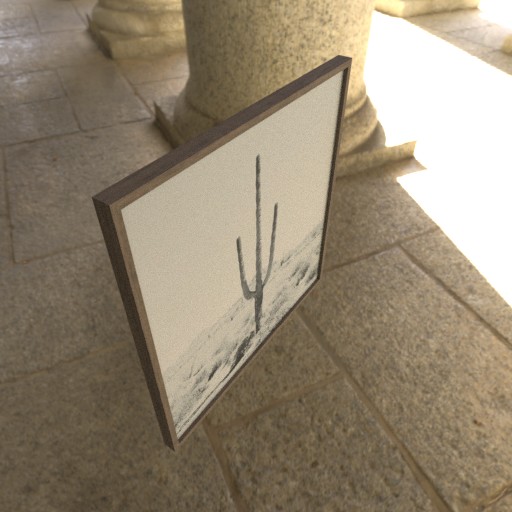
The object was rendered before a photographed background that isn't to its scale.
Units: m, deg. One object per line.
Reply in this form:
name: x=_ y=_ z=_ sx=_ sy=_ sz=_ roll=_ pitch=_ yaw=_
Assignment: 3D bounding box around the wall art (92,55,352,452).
wall art: x=0.000 y=0.000 z=1.112 sx=0.038 sy=0.762 sz=0.762 roll=25 pitch=48 yaw=26
